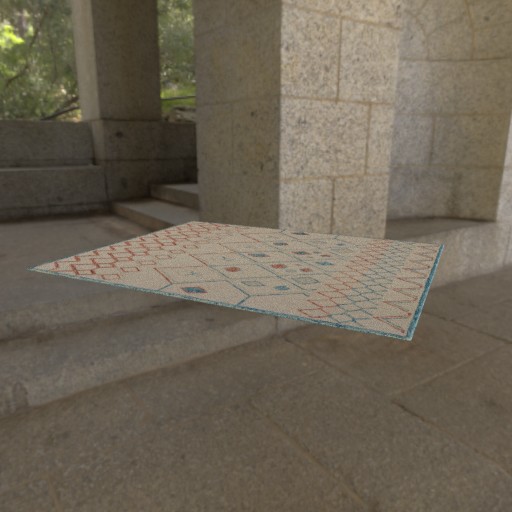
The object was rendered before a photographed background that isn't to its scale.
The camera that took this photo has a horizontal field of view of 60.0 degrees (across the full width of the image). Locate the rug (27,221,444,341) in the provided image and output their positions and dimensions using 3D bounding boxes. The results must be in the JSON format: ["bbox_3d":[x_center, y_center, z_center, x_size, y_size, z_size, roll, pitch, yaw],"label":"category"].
[{"bbox_3d":[0.000,0.000,4.085,3.050,0.016,2.441,7,16,25],"label":"rug"}]
